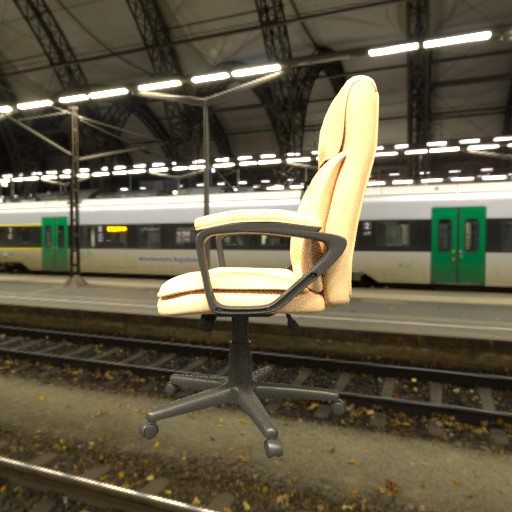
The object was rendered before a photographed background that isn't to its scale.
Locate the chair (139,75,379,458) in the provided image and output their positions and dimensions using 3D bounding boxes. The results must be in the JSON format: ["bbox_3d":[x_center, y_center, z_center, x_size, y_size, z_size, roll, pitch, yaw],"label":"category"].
[{"bbox_3d":[0.000,0.000,1.529,0.724,1.105,0.667,0,2,1],"label":"chair"}]
